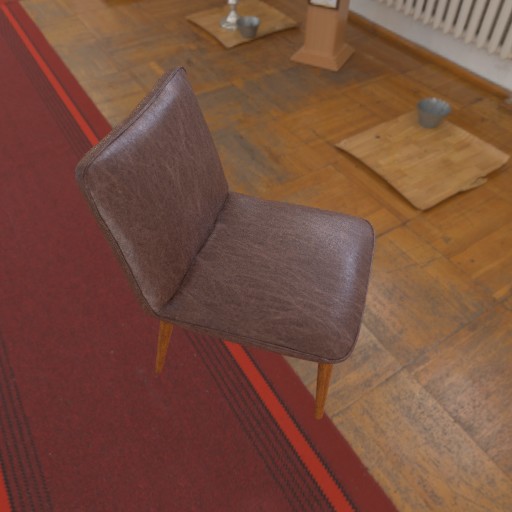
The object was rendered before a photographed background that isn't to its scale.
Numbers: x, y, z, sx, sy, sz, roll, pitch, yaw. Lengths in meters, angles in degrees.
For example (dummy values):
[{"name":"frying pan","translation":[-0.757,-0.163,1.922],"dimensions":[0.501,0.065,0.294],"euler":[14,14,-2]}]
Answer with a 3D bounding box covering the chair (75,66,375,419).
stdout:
[{"name":"chair","translation":[0.000,0.000,1.223],"dimensions":[0.645,0.803,0.543],"euler":[9,48,8]}]
